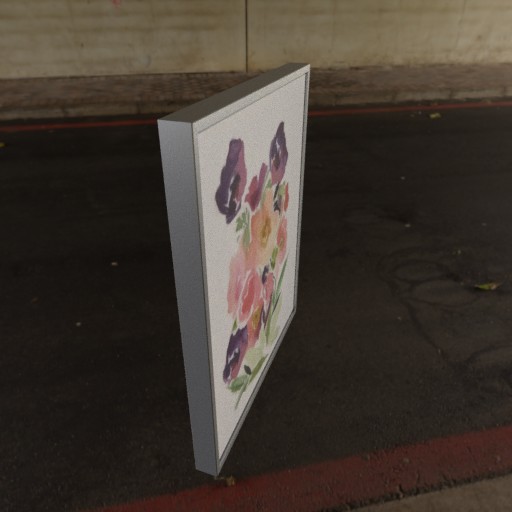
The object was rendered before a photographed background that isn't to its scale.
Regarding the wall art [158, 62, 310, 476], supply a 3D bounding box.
[{"bbox_3d":[0.000,0.000,0.747,0.038,0.549,0.452,11,32,17],"label":"wall art"}]
